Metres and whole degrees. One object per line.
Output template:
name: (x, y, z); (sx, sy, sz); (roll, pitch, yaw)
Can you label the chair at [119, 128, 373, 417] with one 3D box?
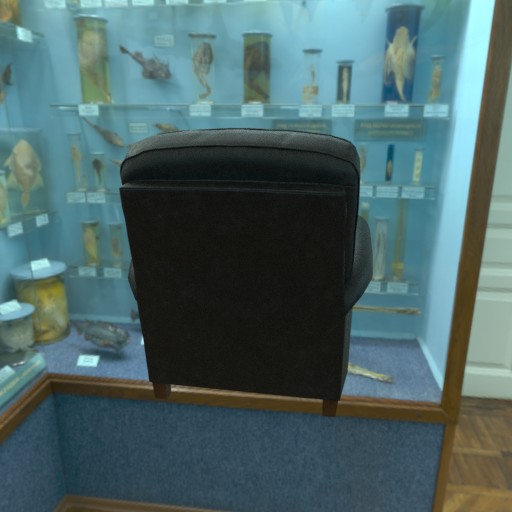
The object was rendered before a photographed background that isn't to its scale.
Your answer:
chair: (0.000, 0.000, 1.822); (0.936, 1.018, 0.986); (3, 17, 9)
